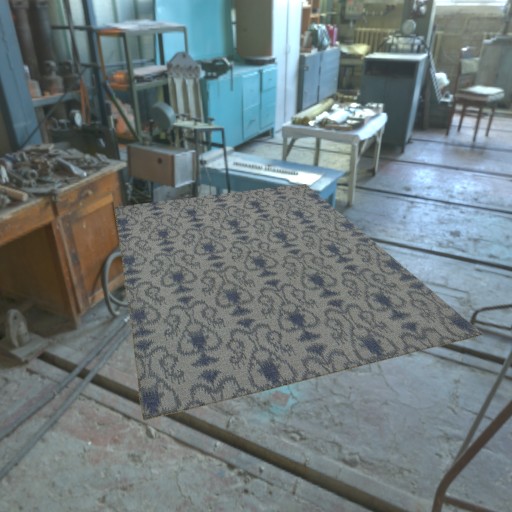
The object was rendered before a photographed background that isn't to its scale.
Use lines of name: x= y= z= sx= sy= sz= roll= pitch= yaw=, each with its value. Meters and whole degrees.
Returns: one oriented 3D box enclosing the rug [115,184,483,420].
rug: x=0.000 y=0.000 z=4.201 sx=2.437 sy=0.015 sz=3.205 roll=-9 pitch=31 yaw=-16
